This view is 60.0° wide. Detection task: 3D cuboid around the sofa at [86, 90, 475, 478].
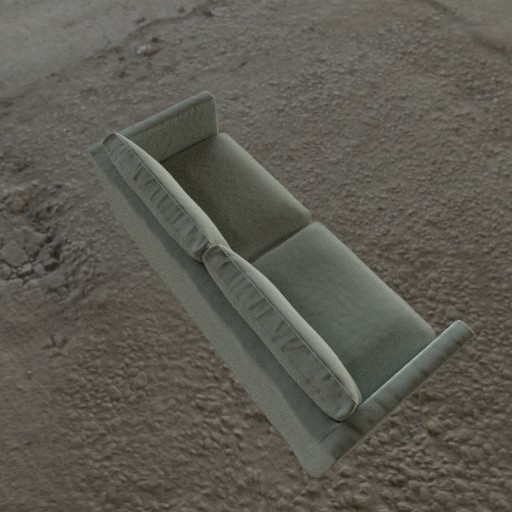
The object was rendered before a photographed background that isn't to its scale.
[{"bbox_3d":[0.000,0.000,2.684,0.962,0.853,2.312,-33,64,-19],"label":"sofa"}]
